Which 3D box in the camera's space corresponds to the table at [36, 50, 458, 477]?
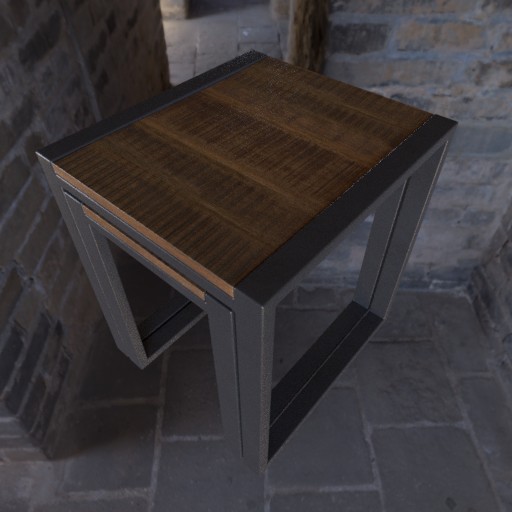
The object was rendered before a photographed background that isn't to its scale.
[{"bbox_3d":[0.000,0.000,0.895,0.449,0.550,0.500,32,54,27],"label":"table"}]
